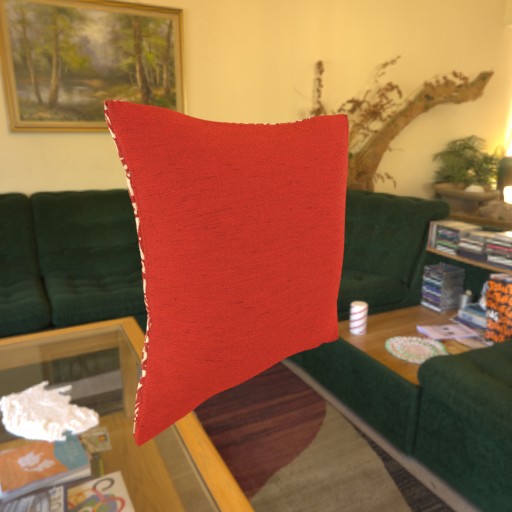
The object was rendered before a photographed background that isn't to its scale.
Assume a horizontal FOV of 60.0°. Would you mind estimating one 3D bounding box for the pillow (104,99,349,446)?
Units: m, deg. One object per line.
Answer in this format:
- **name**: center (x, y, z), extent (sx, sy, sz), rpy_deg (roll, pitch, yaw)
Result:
- **pillow**: center (0.000, 0.000, 0.660), extent (0.438, 0.419, 0.162), rpy_deg (-15, 21, -43)
